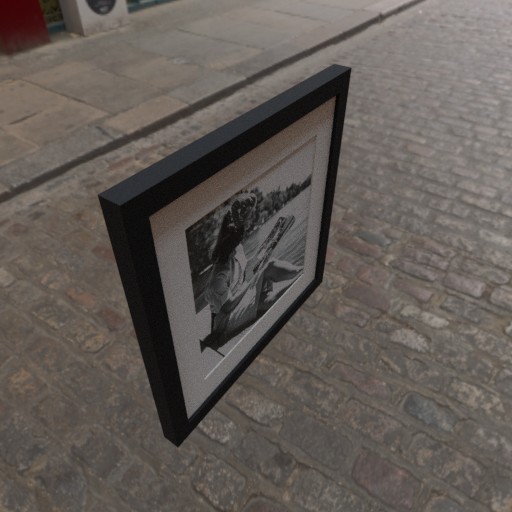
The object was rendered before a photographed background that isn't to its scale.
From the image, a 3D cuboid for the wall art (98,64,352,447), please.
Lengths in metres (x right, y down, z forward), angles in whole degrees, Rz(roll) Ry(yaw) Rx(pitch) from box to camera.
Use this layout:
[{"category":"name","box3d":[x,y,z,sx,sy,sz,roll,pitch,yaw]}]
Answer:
[{"category":"wall art","box3d":[0.000,0.000,0.697,0.030,0.458,0.462,25,47,26]}]
